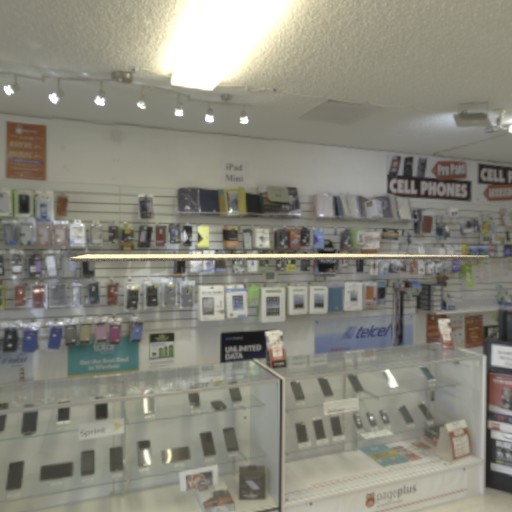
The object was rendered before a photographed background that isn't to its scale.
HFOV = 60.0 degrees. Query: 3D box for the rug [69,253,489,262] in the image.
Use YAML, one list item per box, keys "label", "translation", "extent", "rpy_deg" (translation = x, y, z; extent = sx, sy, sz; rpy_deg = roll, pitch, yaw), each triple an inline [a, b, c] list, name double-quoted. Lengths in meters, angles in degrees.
- label: "rug"
  translation: [0.000, 0.000, 4.120]
  extent: [3.049, 0.025, 2.449]
  rpy_deg: [0, 1, -19]
